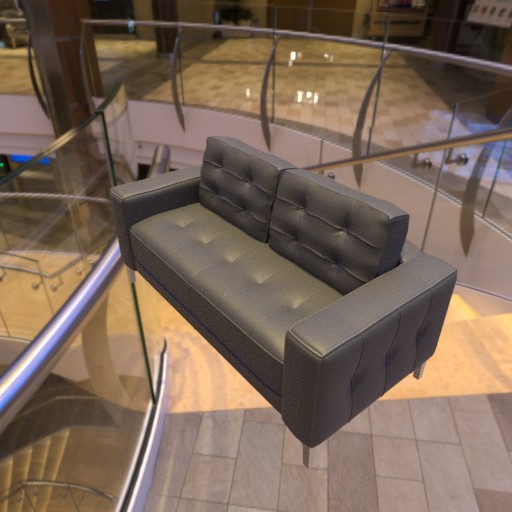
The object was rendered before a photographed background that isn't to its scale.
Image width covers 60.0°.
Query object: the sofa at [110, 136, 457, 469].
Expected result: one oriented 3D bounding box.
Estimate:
[{"bbox_3d":[0.000,0.000,2.273,0.833,0.893,1.726,-23,39,-32],"label":"sofa"}]
